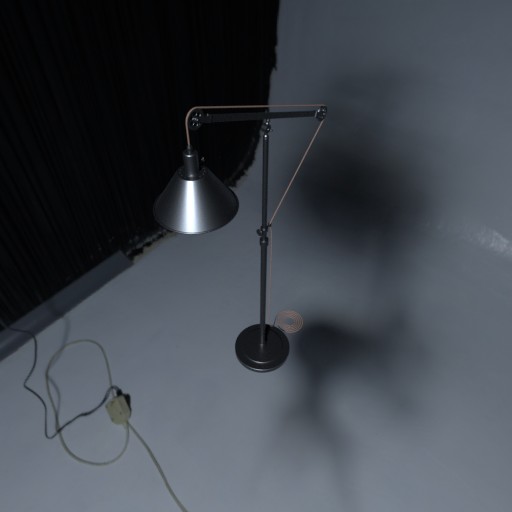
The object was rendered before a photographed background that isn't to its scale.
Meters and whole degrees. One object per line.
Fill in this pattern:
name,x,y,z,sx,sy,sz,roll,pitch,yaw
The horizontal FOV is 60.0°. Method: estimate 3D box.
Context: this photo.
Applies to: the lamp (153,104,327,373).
lamp,0.000,0.000,2.004,0.319,1.626,0.904,32,53,28
